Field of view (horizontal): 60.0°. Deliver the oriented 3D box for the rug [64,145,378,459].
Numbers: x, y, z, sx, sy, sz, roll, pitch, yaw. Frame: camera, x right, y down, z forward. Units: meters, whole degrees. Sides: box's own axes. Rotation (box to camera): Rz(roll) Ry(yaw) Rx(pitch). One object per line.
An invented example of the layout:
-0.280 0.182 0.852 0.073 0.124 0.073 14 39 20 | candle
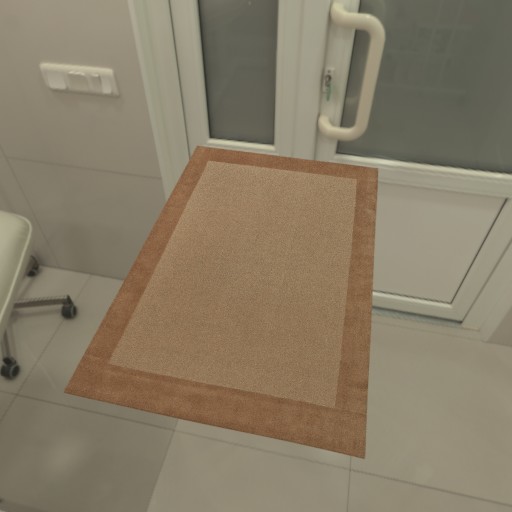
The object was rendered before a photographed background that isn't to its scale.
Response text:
0.000 0.000 2.333 1.219 0.014 1.829 9 48 8 | rug
